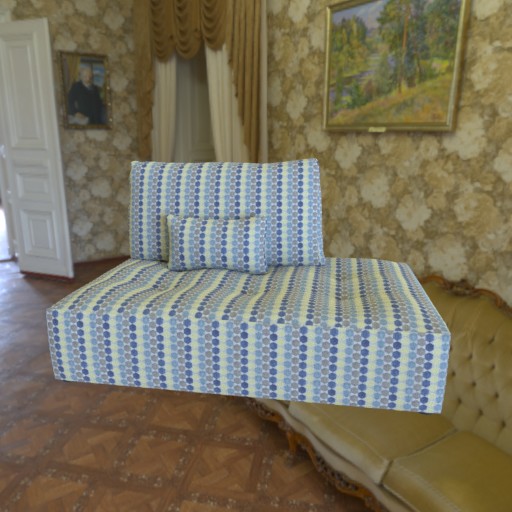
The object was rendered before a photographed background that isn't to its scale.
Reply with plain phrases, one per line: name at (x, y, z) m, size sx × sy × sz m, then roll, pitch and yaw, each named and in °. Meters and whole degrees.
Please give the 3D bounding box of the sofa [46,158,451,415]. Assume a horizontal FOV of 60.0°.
sofa at (0.000, 0.000, 1.962) m, size 1.450 × 0.820 × 1.000 m, roll 2°, pitch 15°, yaw 9°
